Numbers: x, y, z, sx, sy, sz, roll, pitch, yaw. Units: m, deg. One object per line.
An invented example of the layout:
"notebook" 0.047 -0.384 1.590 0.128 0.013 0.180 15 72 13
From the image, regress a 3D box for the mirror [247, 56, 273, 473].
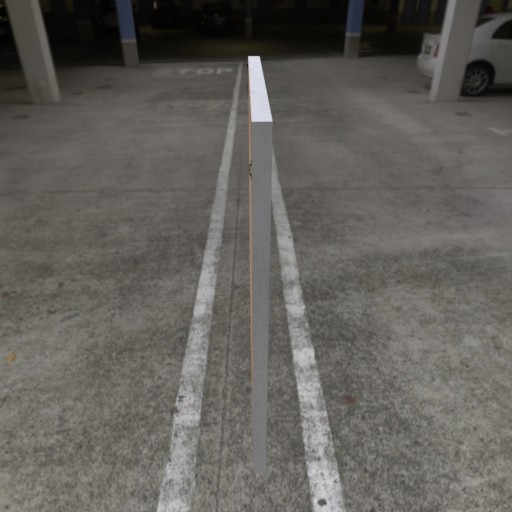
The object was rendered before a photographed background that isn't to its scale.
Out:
"mirror" 0.000 0.000 1.348 0.041 1.016 0.762 -1 32 -1
